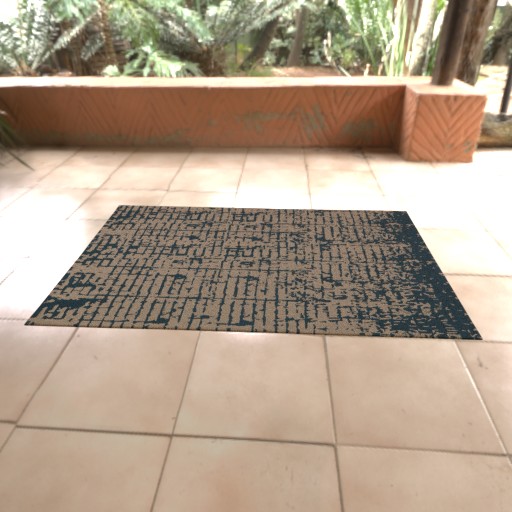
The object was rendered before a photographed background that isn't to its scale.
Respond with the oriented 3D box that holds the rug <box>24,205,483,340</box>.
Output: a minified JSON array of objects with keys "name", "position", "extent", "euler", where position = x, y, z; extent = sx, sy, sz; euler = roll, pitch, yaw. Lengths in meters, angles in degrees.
[{"name":"rug","position":[0.000,0.000,2.289],"extent":[1.828,0.007,1.220],"euler":[1,30,2]}]
